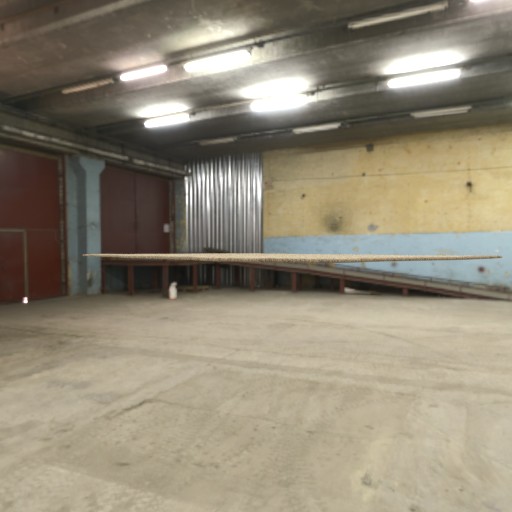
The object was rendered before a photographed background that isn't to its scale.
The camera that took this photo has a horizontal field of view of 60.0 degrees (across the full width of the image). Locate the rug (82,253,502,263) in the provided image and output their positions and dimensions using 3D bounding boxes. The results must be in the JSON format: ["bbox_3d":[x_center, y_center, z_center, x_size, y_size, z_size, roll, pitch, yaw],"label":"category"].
[{"bbox_3d":[0.000,0.000,2.225,1.211,0.018,1.822,-1,1,-36],"label":"rug"}]
